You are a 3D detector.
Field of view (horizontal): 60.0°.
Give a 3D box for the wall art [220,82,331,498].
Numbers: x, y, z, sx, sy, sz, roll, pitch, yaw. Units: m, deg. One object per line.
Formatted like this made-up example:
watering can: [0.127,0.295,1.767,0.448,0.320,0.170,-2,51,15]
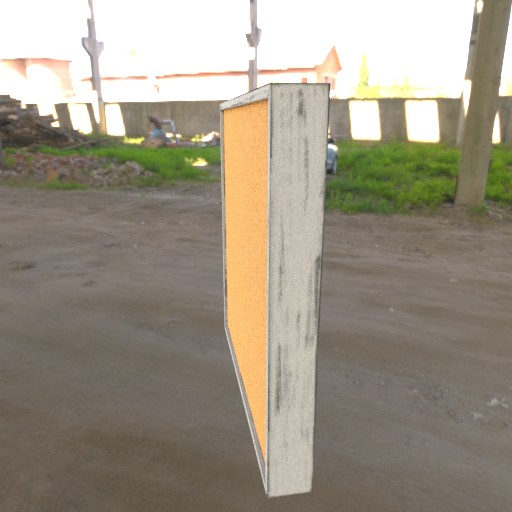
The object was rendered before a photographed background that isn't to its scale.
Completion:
wall art: [0.000,0.000,0.448,0.036,0.303,0.303,-3,17,-10]
